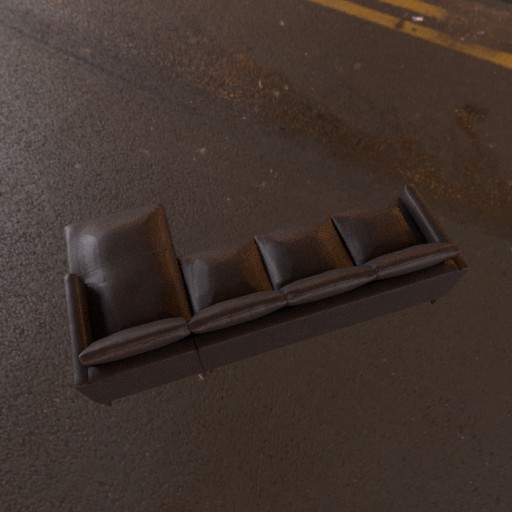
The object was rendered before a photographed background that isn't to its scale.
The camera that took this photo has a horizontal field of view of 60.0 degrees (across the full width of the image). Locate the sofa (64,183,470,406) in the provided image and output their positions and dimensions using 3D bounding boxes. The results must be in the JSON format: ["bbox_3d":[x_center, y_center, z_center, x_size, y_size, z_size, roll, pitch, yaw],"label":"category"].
[{"bbox_3d":[0.000,0.000,3.687,2.993,0.859,1.471,-15,60,-9],"label":"sofa"}]
